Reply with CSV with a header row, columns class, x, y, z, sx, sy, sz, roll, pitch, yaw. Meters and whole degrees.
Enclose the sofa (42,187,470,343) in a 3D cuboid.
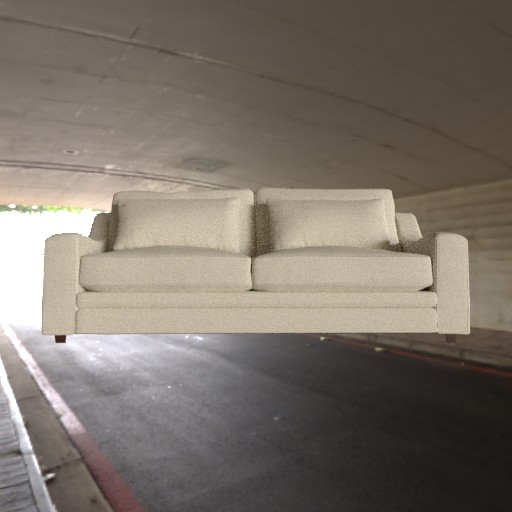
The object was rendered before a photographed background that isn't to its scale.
class,x,y,z,sx,sy,sz,roll,pitch,yaw
sofa,0.000,0.000,3.021,2.470,1.022,1.009,0,-2,-1
